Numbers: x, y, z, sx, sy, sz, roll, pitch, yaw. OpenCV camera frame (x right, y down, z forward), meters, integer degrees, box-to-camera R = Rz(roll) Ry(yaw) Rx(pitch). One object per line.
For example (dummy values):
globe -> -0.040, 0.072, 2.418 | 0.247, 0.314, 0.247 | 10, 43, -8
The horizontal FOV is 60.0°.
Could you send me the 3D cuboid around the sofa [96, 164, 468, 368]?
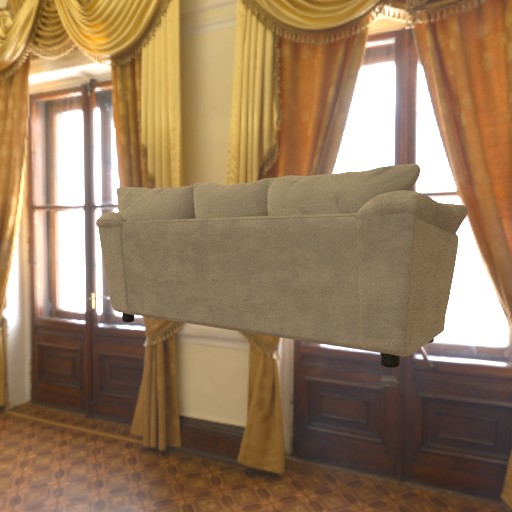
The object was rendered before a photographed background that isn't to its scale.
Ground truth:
sofa -> 0.000, 0.000, 2.864 | 2.377, 0.981, 0.893 | 2, 3, 36
